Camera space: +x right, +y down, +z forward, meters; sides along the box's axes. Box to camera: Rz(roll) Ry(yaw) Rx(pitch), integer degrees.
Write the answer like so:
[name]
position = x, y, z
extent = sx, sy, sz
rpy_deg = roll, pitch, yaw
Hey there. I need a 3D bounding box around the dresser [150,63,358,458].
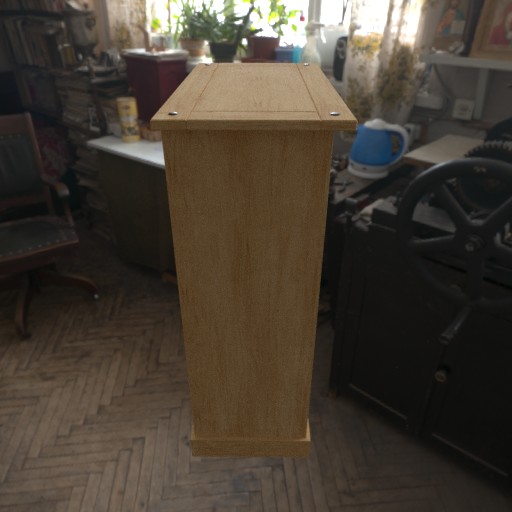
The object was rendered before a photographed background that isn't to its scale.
[dresser]
position = 0.000, 0.000, 1.757
extent = 0.485, 1.300, 0.915
rpy_deg = 0, 31, 1
